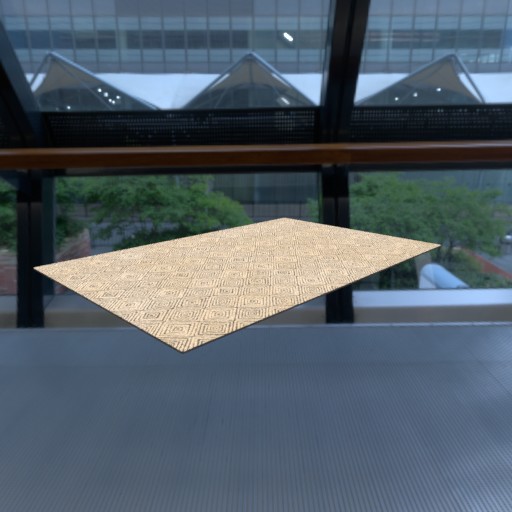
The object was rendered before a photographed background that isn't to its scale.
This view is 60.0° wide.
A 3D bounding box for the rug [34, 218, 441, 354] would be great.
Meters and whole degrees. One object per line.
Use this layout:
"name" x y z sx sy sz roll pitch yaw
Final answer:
"rug" 0.000 0.000 2.289 1.175 0.008 1.783 15 21 43
